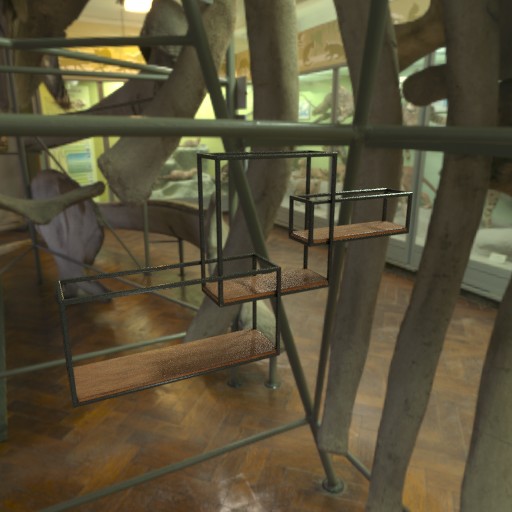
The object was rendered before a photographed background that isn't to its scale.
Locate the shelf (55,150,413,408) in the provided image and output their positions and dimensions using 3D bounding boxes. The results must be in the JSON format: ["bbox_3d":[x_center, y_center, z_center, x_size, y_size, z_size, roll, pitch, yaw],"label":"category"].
[{"bbox_3d":[0.000,0.000,2.148,1.781,0.972,0.275,-8,18,-25],"label":"shelf"}]
